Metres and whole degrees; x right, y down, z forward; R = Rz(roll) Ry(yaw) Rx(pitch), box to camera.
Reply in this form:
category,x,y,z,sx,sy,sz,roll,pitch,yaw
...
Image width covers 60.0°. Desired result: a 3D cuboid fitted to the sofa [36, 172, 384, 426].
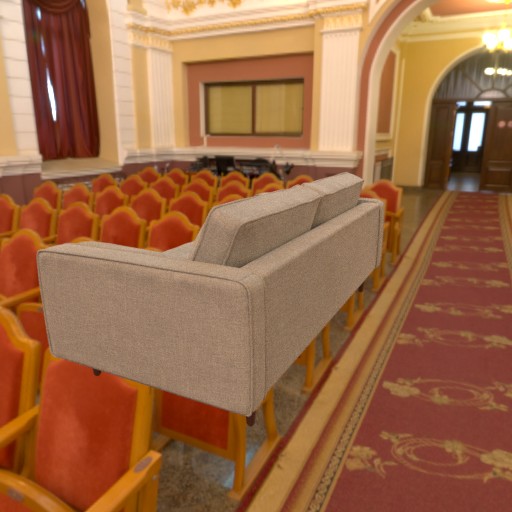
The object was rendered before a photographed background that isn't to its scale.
category,x,y,z,sx,sy,sz,roll,pitch,yaw
sofa,0.000,0.000,2.273,0.914,0.762,1.879,8,17,26
